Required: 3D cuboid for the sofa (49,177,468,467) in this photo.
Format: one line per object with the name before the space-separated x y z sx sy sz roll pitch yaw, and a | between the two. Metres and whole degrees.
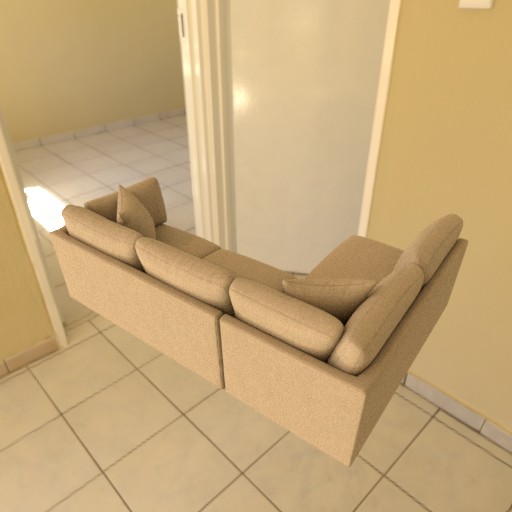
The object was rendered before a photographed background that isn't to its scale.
sofa | 0.000 0.000 3.788 2.896 0.978 1.994 22 38 30
